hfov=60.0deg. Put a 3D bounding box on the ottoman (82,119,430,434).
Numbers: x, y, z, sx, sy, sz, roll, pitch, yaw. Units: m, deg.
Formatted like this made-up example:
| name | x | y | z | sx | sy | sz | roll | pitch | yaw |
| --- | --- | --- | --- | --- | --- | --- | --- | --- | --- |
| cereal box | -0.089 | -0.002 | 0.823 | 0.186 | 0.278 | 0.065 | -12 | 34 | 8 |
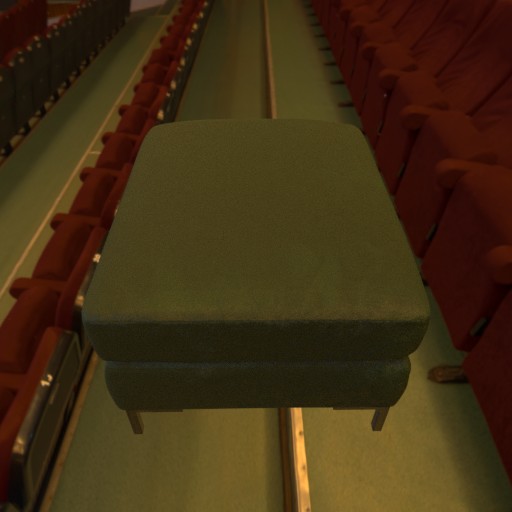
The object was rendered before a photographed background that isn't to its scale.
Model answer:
| name | x | y | z | sx | sy | sz | roll | pitch | yaw |
| --- | --- | --- | --- | --- | --- | --- | --- | --- | --- |
| ottoman | 0.000 | 0.000 | 1.292 | 0.701 | 0.538 | 0.839 | 0 | 41 | -1 |
